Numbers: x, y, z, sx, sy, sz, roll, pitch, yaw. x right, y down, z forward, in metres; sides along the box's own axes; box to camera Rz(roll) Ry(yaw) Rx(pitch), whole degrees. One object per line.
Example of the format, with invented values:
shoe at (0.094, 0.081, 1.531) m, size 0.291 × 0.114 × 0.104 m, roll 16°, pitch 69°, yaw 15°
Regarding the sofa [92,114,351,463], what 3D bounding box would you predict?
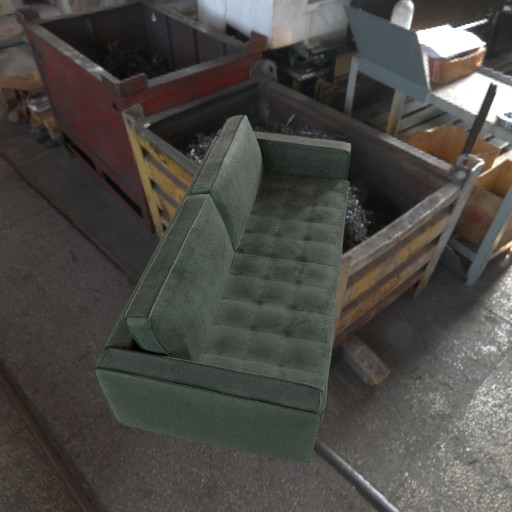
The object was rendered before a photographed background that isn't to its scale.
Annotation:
sofa at (0.000, 0.000, 2.315) m, size 0.886 × 0.781 × 1.816 m, roll 9°, pitch 46°, yaw 8°
